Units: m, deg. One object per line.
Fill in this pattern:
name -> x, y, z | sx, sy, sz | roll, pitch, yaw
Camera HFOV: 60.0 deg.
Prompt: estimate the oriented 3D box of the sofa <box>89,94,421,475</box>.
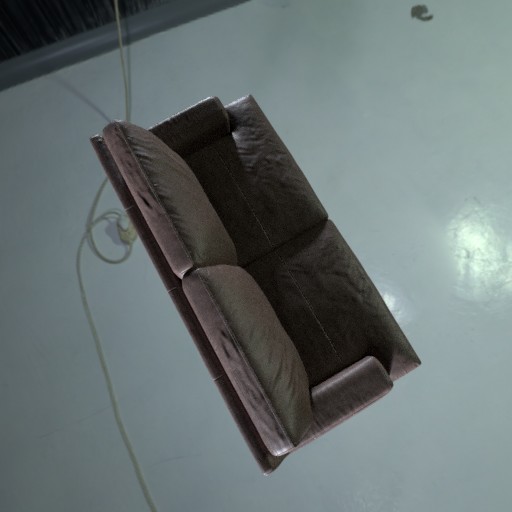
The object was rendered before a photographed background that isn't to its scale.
sofa -> 0.000, 0.000, 2.815 | 1.143, 0.941, 2.261 | -29, 78, -7
